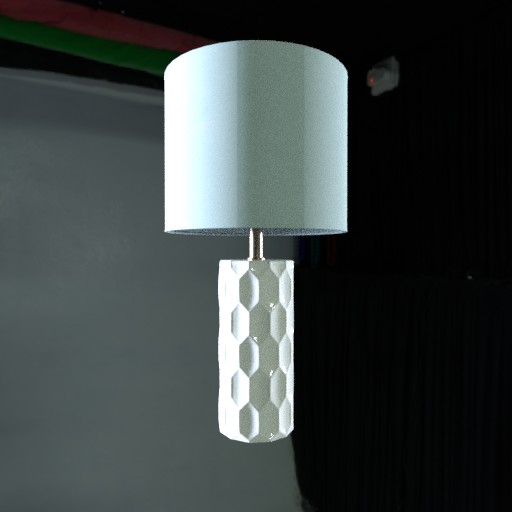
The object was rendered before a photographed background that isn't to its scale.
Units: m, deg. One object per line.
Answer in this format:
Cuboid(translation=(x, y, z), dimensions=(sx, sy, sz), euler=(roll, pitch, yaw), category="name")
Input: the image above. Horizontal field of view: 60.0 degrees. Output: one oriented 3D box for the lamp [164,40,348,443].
Cuboid(translation=(0.000, 0.000, 0.686), dimensions=(0.277, 0.534, 0.277), euler=(0, 1, -35), category="lamp")
